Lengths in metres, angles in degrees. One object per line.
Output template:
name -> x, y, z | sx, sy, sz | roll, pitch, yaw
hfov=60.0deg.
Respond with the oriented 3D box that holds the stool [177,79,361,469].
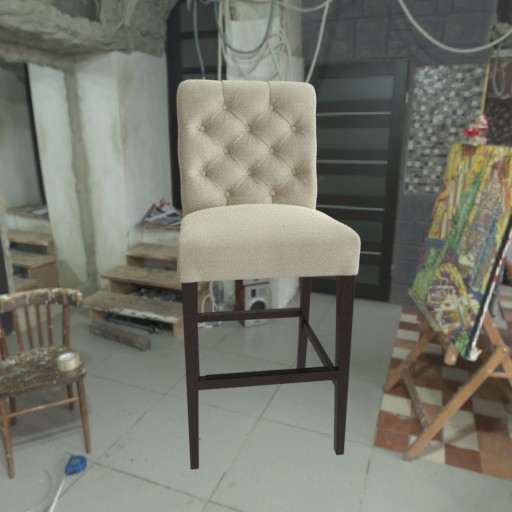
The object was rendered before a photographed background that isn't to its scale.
stool -> 0.000, 0.000, 1.440 | 0.482, 1.118, 0.610 | -2, 16, -7
